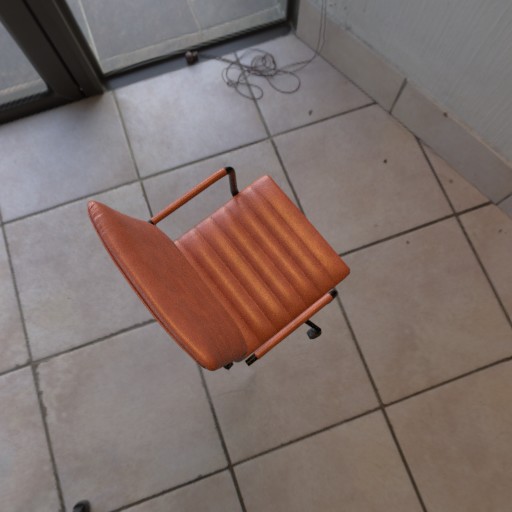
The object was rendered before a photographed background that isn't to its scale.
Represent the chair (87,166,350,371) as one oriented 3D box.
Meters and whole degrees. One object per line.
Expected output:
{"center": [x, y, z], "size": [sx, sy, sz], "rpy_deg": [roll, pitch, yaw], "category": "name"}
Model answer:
{"center": [0.000, 0.000, 1.284], "size": [0.578, 0.878, 0.600], "rpy_deg": [-37, 78, -9], "category": "chair"}
